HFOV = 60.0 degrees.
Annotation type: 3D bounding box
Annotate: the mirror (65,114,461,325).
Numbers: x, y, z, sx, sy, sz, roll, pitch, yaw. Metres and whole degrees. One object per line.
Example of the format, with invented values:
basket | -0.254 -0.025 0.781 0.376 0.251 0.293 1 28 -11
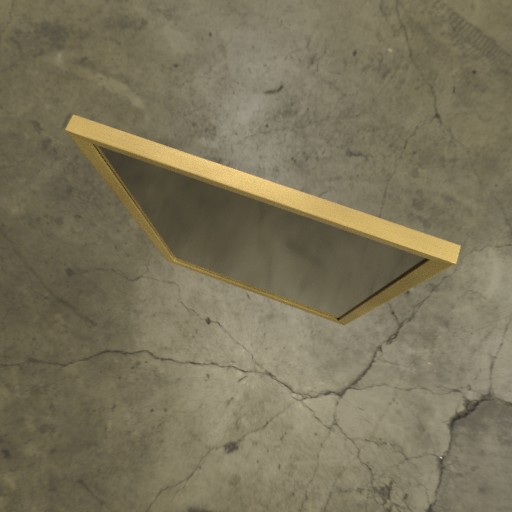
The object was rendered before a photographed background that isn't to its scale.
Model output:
mirror | 0.000 0.000 1.306 0.762 1.016 0.040 20 76 5
